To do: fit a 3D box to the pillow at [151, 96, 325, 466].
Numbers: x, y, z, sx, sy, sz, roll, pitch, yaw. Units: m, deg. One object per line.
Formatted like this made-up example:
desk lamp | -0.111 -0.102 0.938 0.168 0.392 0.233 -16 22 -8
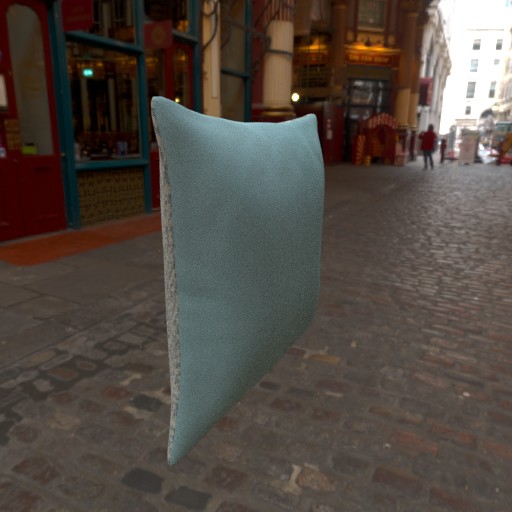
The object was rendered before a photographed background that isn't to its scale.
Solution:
pillow | 0.000 0.000 0.797 0.166 0.507 0.526 8 17 26
